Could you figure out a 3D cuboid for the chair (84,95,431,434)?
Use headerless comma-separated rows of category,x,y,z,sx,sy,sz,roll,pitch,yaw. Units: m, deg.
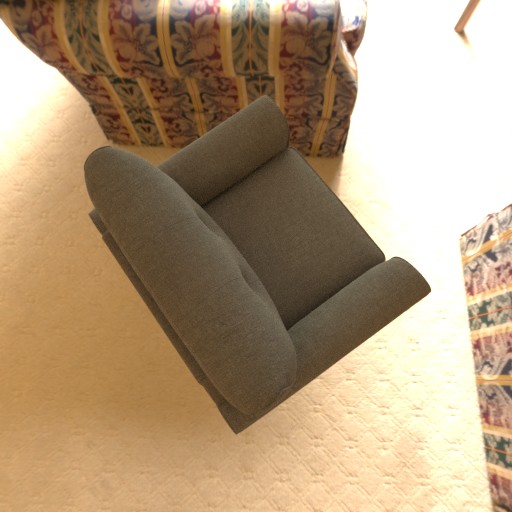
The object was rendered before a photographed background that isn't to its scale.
chair,0.000,0.000,1.624,0.816,0.890,0.941,-35,77,-9
